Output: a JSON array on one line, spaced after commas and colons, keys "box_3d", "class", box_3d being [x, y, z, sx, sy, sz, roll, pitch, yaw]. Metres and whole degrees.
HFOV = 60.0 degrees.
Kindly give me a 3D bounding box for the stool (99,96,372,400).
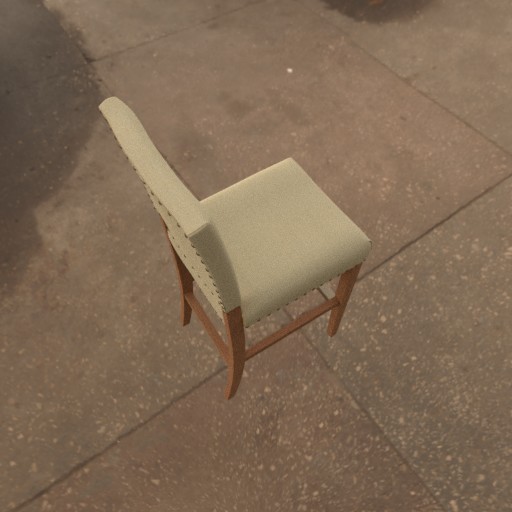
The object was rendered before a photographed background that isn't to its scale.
[{"box_3d": [0.000, 0.000, 1.455, 0.584, 1.168, 0.445, -28, 61, -17], "class": "stool"}]
